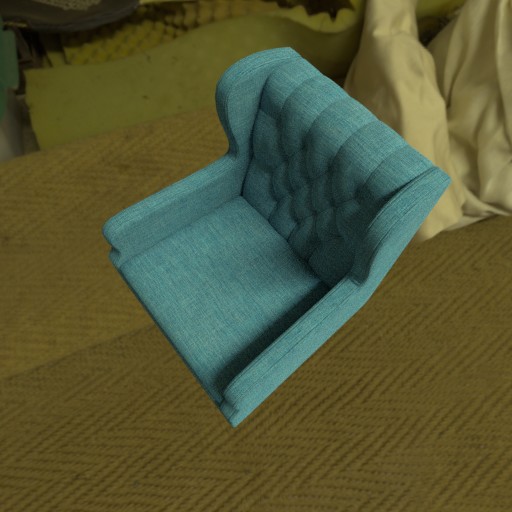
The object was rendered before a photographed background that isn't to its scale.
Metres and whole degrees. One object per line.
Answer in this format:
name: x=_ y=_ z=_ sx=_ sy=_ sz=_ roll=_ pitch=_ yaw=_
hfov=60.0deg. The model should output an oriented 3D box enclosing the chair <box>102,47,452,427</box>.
chair: x=0.000 y=0.000 z=1.487 sx=0.775 sy=0.952 sz=0.711 roll=-36 pitch=69 yaw=-16
